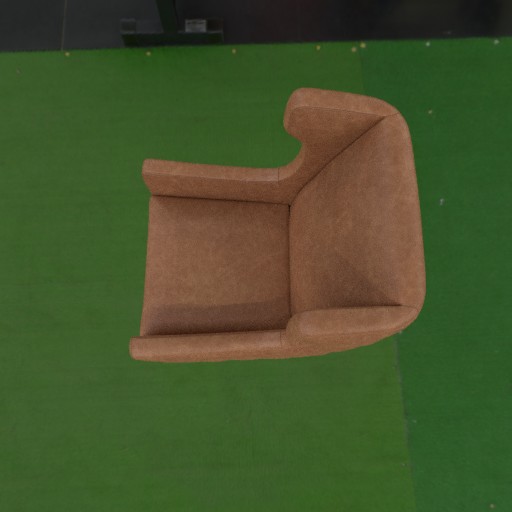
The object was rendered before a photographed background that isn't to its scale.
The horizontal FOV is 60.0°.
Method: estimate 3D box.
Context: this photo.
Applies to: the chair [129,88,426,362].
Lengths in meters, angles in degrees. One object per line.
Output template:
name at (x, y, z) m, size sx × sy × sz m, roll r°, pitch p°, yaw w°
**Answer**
chair at (0.000, 0.000, 1.653) m, size 0.899 × 1.079 × 0.766 m, roll 0°, pitch 75°, yaw 0°
